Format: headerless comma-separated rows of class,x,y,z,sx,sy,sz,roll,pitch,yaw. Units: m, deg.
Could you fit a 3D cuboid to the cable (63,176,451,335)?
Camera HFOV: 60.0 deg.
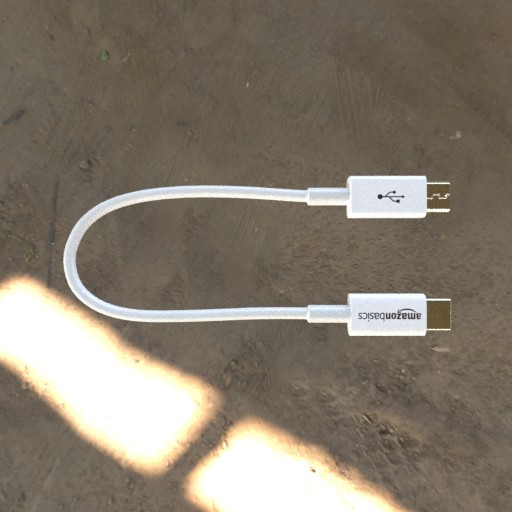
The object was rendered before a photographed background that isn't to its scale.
cable,0.000,0.000,0.113,0.098,0.006,0.040,0,89,0
